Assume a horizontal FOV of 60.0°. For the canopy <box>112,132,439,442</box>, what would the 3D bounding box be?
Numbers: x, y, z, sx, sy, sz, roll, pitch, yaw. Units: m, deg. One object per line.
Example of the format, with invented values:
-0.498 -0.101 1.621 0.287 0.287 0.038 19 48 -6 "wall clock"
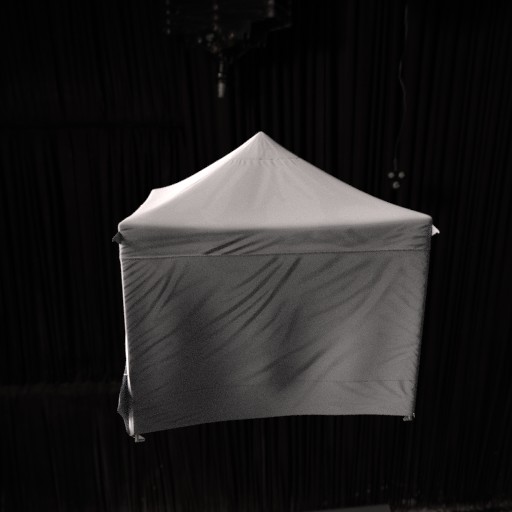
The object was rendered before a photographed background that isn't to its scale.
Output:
0.000 0.000 5.549 3.121 2.997 3.043 -2 14 -7 "canopy"
